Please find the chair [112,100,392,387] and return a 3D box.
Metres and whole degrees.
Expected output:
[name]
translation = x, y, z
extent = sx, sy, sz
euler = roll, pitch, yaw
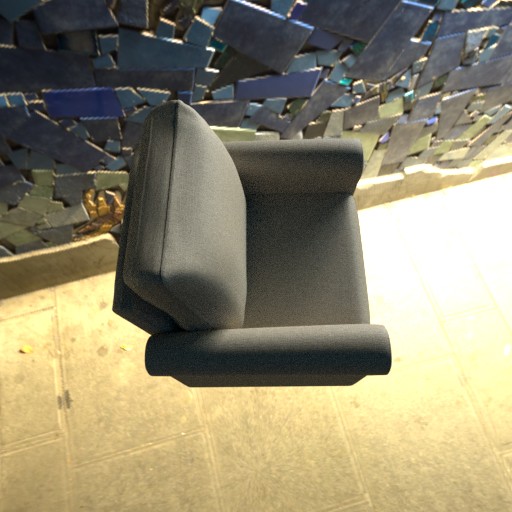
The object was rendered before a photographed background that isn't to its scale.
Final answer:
[chair]
translation = 0.000, 0.000, 2.312
extent = 1.180, 1.349, 1.275
euler = 0, 64, 0
